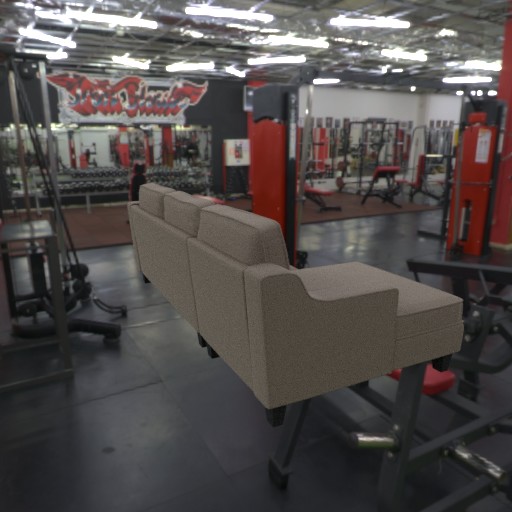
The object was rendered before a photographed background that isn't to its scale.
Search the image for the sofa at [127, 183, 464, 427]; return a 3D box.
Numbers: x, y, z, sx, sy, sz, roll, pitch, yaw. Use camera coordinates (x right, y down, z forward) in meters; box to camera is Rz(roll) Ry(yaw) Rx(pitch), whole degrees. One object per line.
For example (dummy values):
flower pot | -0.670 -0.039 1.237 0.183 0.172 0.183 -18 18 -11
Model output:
sofa | 0.000 0.000 3.205 1.294 0.928 2.561 -7 16 -26
